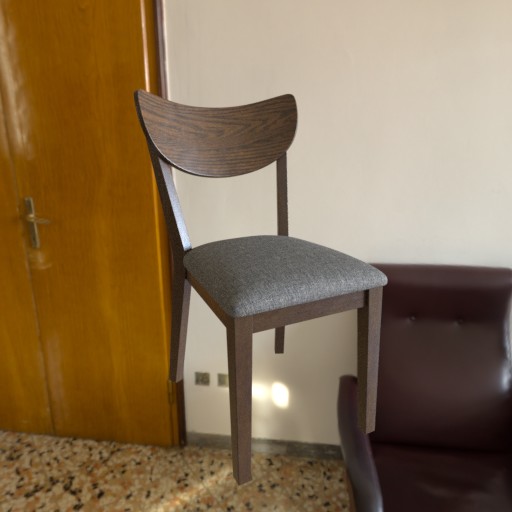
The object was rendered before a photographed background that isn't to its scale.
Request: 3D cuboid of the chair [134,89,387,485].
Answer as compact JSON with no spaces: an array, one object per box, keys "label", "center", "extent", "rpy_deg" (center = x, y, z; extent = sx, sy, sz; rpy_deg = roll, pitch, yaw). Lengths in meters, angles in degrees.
[{"label":"chair","center":[0.000,0.000,1.187],"extent":[0.491,0.849,0.583],"rpy_deg":[-9,19,-26]}]
